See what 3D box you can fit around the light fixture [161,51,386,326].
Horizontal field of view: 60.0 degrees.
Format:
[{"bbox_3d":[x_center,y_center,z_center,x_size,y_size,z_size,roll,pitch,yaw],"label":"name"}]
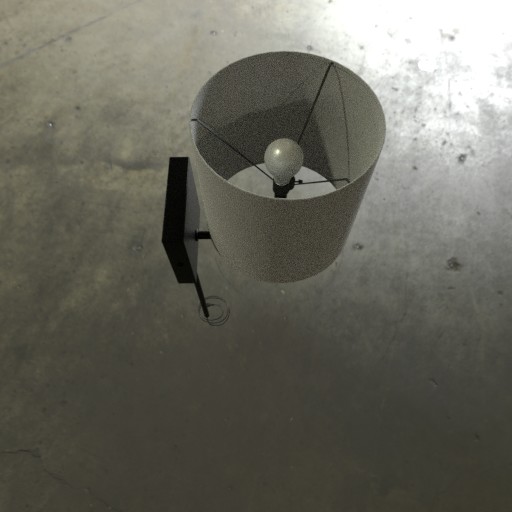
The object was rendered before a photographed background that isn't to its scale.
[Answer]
[{"bbox_3d":[0.000,0.000,0.688,0.248,0.589,0.188,-1,63,0],"label":"light fixture"}]
